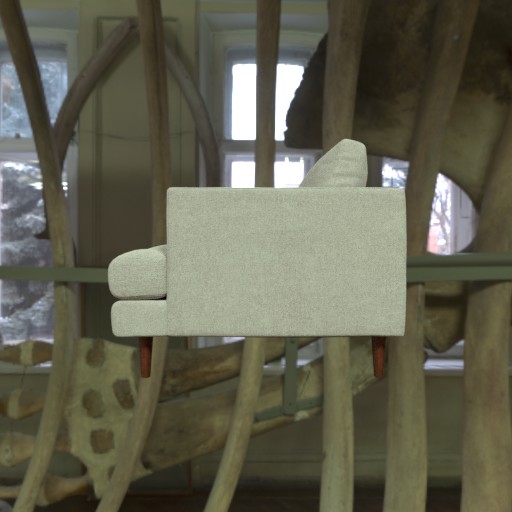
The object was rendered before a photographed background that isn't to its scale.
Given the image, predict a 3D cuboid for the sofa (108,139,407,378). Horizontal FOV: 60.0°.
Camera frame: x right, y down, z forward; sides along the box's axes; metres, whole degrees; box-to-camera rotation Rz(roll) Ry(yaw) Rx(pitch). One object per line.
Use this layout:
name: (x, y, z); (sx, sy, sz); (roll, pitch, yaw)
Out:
sofa: (0.000, 0.000, 2.465); (1.020, 0.868, 1.948); (0, 0, 0)
